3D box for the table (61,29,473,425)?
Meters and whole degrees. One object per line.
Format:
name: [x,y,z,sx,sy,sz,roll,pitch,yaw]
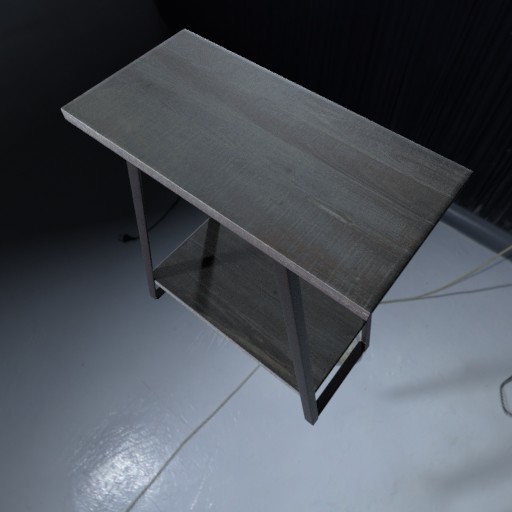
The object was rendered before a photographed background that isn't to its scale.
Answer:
table: [0.000,0.000,0.999,0.599,0.701,0.300,34,64,20]
